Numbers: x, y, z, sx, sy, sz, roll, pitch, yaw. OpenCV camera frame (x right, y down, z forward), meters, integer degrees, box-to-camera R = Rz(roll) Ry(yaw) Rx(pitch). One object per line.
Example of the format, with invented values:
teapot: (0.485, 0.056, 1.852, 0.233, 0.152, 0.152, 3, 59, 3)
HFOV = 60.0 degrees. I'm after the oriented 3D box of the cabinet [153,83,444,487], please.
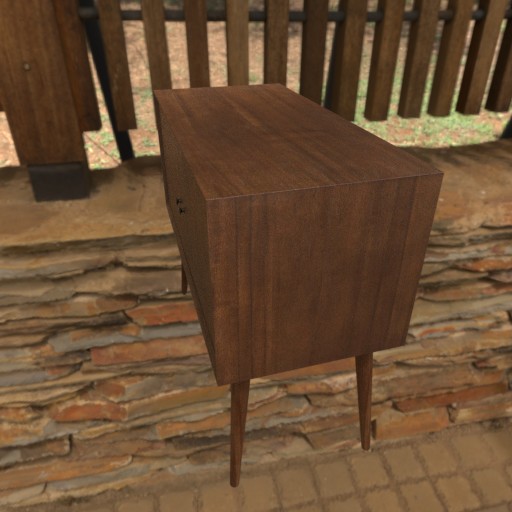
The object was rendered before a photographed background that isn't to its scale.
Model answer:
cabinet: (0.000, 0.000, 1.078, 0.354, 0.654, 0.743, -9, 32, -14)
